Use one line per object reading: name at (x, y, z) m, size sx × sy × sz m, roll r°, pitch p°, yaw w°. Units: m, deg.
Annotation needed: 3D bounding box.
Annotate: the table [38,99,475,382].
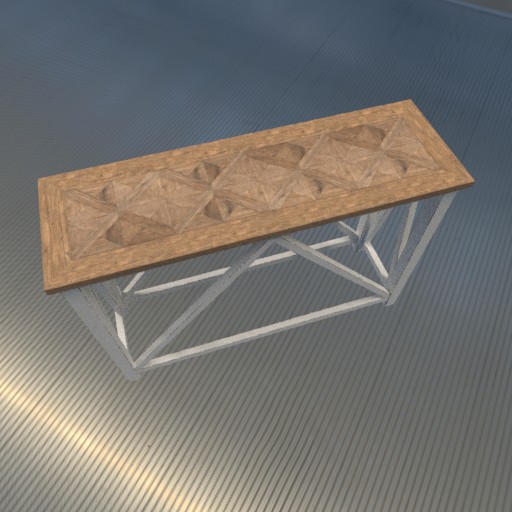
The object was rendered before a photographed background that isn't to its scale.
table at (0.000, 0.000, 1.877) m, size 1.400 × 0.930 × 0.450 m, roll -15°, pitch 58°, yaw -9°
